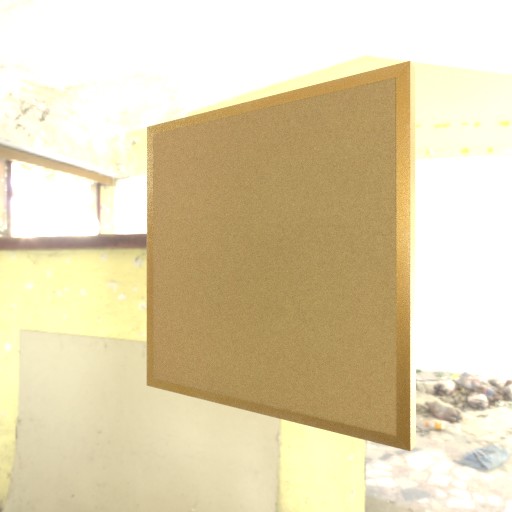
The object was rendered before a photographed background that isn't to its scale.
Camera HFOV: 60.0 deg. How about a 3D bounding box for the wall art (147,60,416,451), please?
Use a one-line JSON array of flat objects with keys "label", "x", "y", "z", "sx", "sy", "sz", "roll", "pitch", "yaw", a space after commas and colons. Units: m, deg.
[{"label": "wall art", "x": 0.000, "y": 0.000, "z": 1.097, "sx": 0.762, "sy": 0.760, "sz": 0.037, "roll": 0, "pitch": 0, "yaw": 35}]
